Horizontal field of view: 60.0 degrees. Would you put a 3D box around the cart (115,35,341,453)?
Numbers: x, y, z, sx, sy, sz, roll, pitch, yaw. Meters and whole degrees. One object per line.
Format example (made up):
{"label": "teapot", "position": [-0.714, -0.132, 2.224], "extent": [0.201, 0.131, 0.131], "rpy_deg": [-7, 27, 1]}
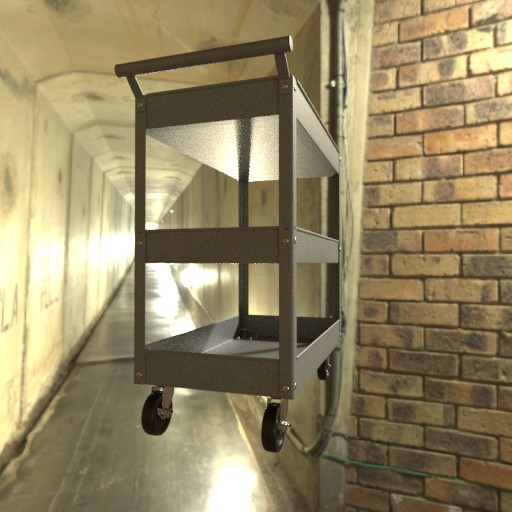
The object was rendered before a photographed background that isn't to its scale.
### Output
{"label": "cart", "position": [0.000, 0.000, 1.177], "extent": [0.366, 0.780, 0.719], "rpy_deg": [0, -1, 19]}
